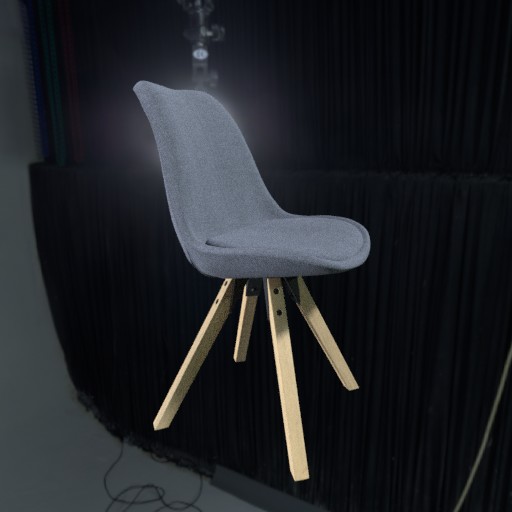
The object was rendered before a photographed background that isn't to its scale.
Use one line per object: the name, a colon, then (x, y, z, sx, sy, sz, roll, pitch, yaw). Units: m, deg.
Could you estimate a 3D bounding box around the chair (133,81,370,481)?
chair: (0.000, 0.000, 1.141, 0.550, 0.850, 0.485, 7, 16, 27)
